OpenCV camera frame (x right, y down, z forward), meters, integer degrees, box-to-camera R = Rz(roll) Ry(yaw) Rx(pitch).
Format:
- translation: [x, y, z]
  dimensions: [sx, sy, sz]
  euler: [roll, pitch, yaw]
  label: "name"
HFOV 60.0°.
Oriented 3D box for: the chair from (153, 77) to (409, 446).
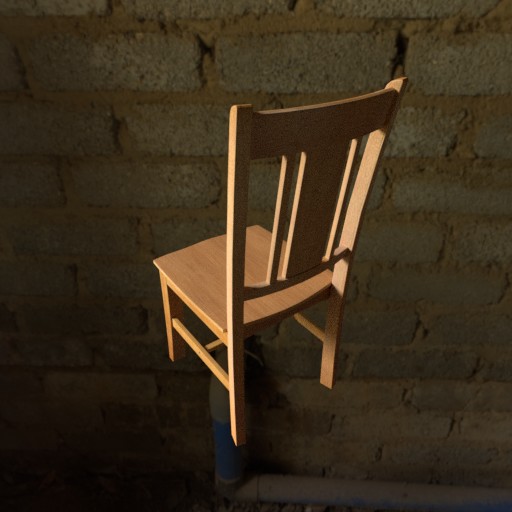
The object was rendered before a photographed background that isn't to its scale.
- translation: [0.000, 0.000, 1.284]
  dimensions: [0.450, 0.998, 0.556]
  euler: [-21, 37, -30]
  label: "chair"
